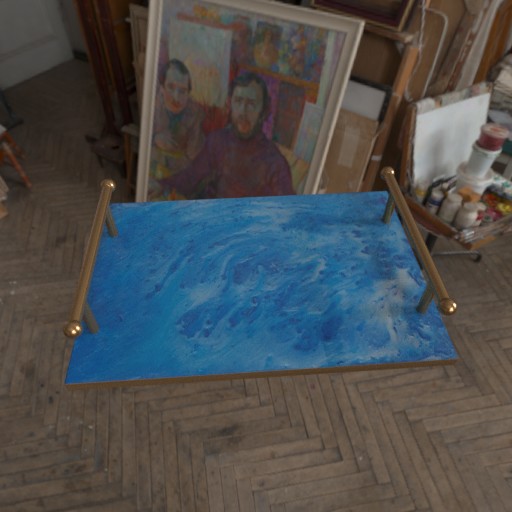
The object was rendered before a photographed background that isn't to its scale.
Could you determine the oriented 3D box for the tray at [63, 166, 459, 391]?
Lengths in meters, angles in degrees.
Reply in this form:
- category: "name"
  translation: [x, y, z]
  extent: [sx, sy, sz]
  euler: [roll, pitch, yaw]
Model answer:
- category: "tray"
  translation: [0.000, 0.000, 0.578]
  extent: [0.444, 0.084, 0.304]
  euler: [-3, 47, -3]
